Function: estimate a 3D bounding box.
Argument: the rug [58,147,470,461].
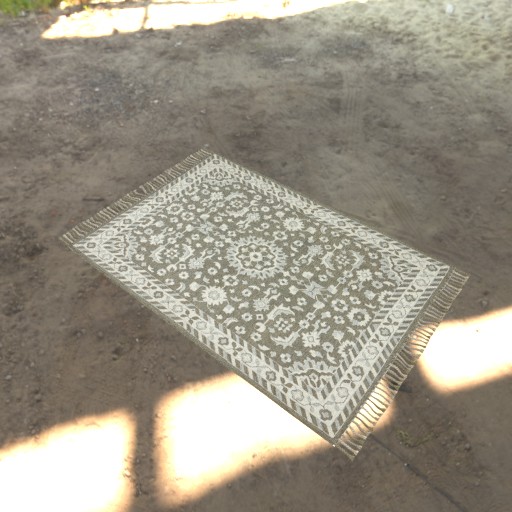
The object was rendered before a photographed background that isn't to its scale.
[{"bbox_3d":[0.000,0.000,3.040,2.431,0.025,1.530,30,53,26],"label":"rug"}]
